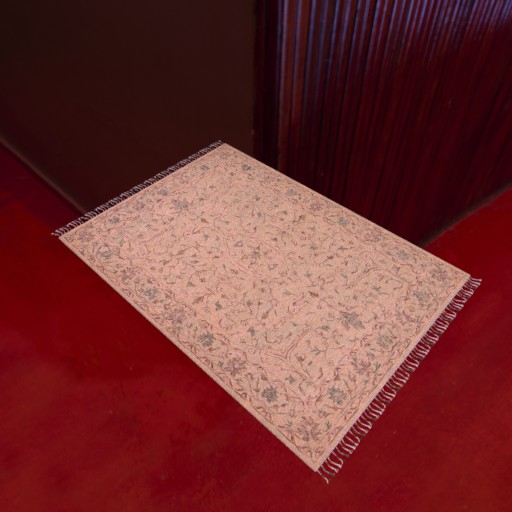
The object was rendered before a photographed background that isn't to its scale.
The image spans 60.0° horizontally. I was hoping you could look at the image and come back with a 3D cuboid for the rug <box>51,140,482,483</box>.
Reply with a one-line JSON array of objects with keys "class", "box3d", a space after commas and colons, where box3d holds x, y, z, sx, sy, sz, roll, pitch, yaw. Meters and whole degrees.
[{"class": "rug", "box3d": [0.000, 0.000, 2.223, 1.802, 0.008, 1.247, 34, 55, 28]}]
